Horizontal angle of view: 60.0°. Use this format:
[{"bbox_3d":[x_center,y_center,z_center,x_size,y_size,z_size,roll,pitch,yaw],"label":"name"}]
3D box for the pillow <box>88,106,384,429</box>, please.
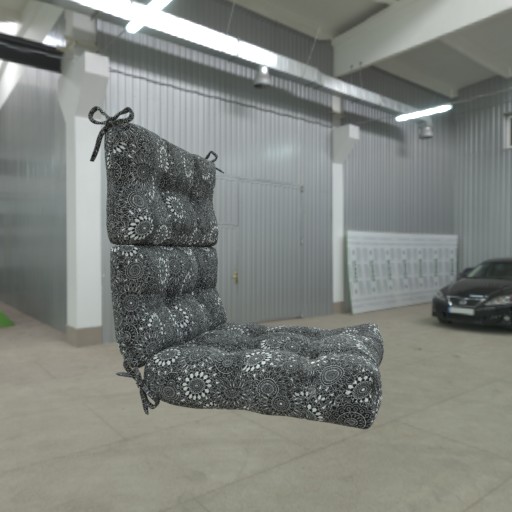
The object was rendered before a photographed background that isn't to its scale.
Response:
[{"bbox_3d":[0.000,0.000,1.032,0.571,0.605,0.519,0,1,17],"label":"pillow"}]
